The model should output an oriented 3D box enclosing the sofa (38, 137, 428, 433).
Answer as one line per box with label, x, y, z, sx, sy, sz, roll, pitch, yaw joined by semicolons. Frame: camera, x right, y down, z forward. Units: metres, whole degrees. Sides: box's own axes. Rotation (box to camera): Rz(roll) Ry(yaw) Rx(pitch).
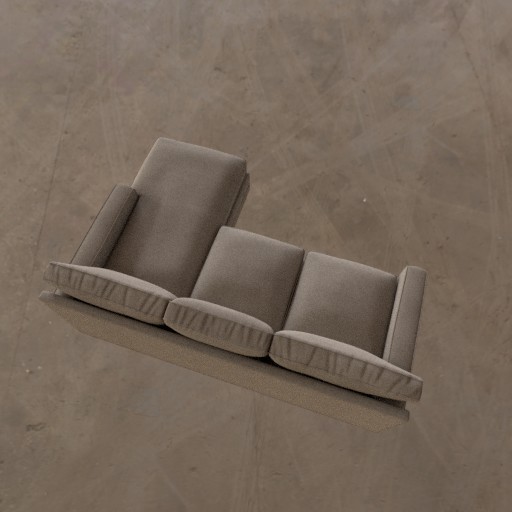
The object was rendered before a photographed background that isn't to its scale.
sofa;0.000;0.000;2.854;2.087;0.861;1.496;16;65;8
